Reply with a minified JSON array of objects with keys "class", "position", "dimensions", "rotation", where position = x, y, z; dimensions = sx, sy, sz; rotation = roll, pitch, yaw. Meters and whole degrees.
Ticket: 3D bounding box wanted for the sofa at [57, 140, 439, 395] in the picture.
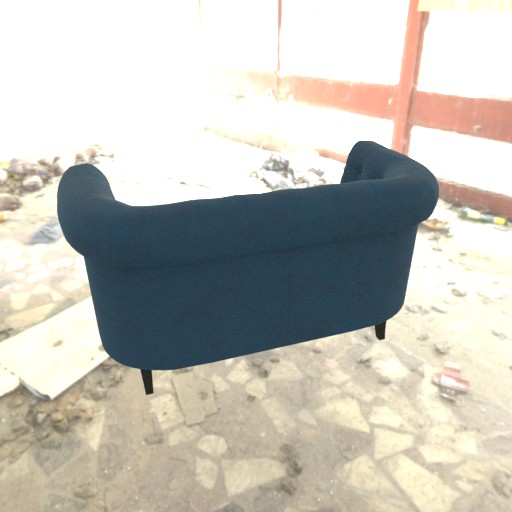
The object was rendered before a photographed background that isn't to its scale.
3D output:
[{"class":"sofa","position":[0.000,0.000,1.997],"dimensions":[1.558,0.827,0.835],"rotation":[-9,29,-17]}]
